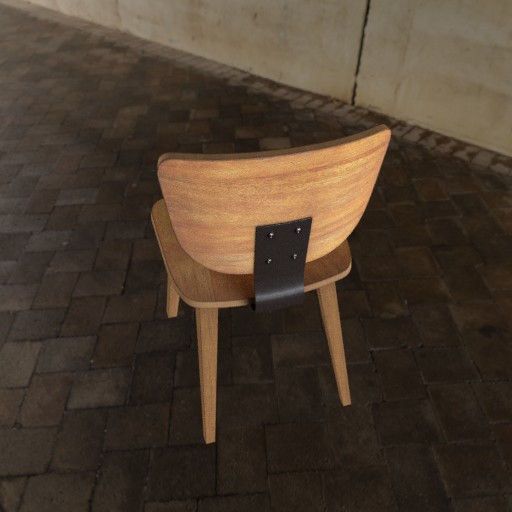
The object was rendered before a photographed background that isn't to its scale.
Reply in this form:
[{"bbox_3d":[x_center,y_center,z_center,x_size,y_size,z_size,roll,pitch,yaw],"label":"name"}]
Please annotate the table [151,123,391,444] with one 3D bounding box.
[{"bbox_3d":[0.000,0.000,1.133,0.499,0.805,0.500,-11,43,-12],"label":"table"}]
